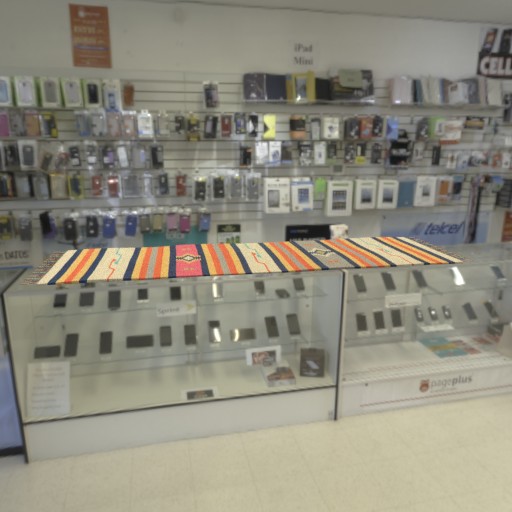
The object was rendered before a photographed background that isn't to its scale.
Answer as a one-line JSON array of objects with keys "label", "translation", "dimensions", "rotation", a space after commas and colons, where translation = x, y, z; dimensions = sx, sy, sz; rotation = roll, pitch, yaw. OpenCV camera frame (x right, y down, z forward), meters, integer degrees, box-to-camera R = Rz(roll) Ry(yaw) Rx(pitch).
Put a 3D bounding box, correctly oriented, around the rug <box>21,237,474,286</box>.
[{"label": "rug", "translation": [0.000, 0.000, 2.670], "dimensions": [2.455, 0.017, 0.695], "rotation": [-3, 15, -10]}]
